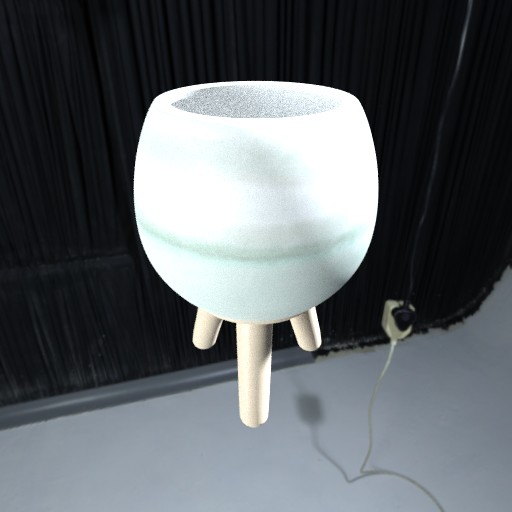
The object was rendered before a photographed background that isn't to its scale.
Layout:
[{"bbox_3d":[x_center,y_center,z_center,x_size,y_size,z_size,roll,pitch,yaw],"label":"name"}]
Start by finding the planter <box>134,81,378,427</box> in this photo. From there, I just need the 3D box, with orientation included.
[{"bbox_3d":[0.000,0.000,0.326,0.161,0.224,0.161,0,30,0],"label":"planter"}]
